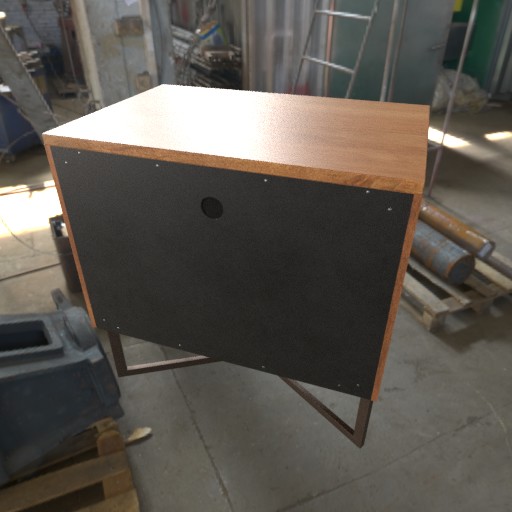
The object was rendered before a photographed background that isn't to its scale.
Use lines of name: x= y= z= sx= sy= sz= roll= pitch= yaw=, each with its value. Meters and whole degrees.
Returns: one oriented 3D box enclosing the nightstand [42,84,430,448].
nightstand: x=0.000 y=0.000 z=0.993 sx=0.613 sy=0.615 sz=0.427 roll=11 pitch=34 yaw=16
